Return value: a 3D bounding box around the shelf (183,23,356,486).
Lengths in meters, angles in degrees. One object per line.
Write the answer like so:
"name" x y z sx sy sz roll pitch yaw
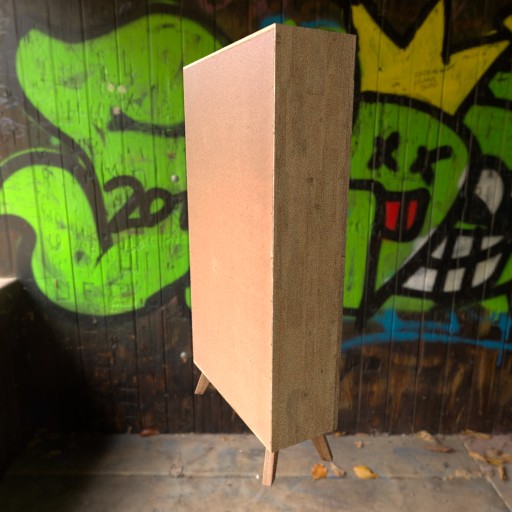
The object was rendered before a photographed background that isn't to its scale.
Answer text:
"shelf" 0.000 0.000 1.741 0.308 1.471 0.748 -7 15 -27
